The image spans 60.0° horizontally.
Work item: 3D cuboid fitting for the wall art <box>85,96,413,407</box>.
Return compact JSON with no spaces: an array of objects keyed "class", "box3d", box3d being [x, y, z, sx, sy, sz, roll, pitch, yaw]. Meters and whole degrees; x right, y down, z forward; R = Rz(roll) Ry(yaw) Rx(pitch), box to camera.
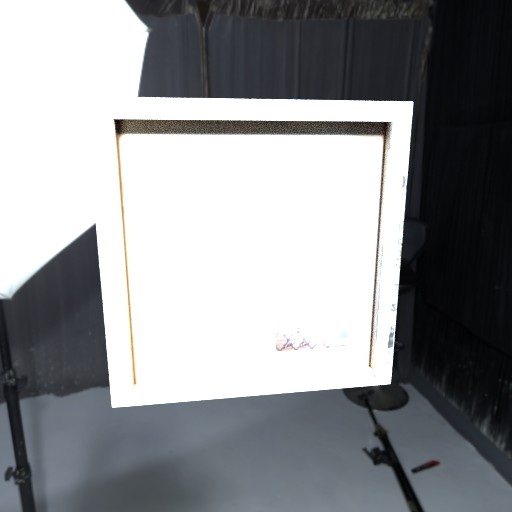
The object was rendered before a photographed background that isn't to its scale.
[{"class":"wall art","box3d":[0.000,0.000,0.616,0.411,0.410,0.038,-2,14,-9]}]
